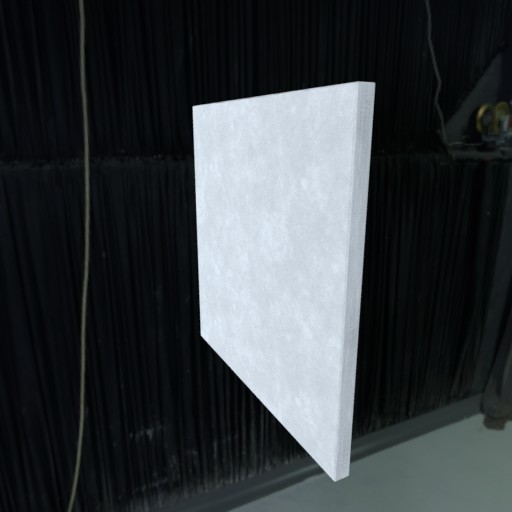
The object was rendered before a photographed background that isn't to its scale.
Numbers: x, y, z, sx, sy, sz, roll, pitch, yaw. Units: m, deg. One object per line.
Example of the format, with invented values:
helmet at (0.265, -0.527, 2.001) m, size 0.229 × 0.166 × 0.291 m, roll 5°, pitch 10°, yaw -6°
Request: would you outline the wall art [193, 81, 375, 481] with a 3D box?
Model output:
wall art at (0.000, 0.000, 0.450) m, size 0.015 × 0.303 × 0.303 m, roll -8°, pitch 17°, yaw -26°
